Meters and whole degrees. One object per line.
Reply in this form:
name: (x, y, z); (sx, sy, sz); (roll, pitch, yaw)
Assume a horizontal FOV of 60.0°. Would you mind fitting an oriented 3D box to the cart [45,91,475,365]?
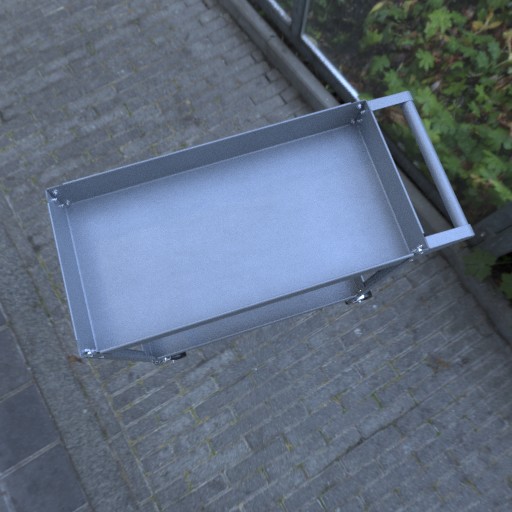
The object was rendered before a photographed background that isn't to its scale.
cart: (0.000, 0.000, 1.196); (0.779, 0.719, 0.366); (-17, 76, -4)
